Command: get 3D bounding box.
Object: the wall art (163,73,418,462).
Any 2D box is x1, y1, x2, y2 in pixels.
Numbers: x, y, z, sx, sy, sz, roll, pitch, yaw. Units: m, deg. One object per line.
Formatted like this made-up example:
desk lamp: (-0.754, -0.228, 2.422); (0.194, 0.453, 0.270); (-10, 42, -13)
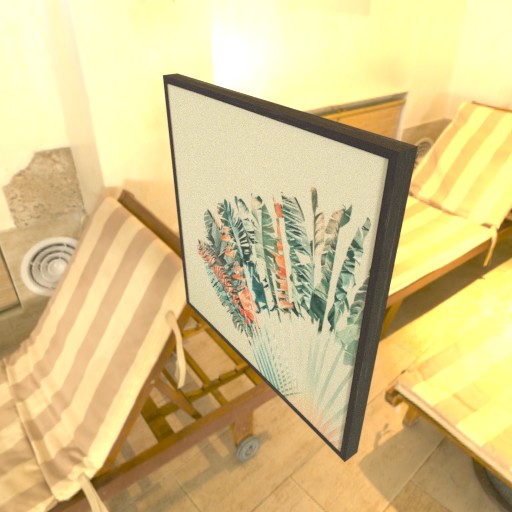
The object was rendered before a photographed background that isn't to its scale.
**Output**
wall art: (0.000, 0.000, 1.121); (0.043, 0.758, 0.762); (-22, 38, -31)
